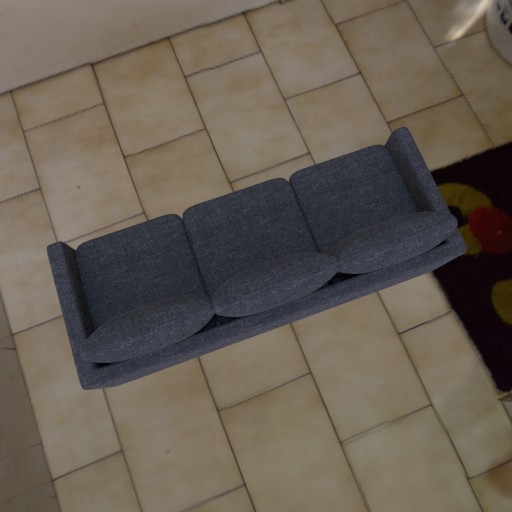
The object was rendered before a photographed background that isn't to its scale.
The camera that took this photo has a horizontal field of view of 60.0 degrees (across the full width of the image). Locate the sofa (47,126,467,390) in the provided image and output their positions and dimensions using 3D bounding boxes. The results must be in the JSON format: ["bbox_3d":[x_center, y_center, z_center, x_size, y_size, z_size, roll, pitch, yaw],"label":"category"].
[{"bbox_3d":[0.000,0.000,2.682,2.218,0.874,0.859,-19,76,-5],"label":"sofa"}]
